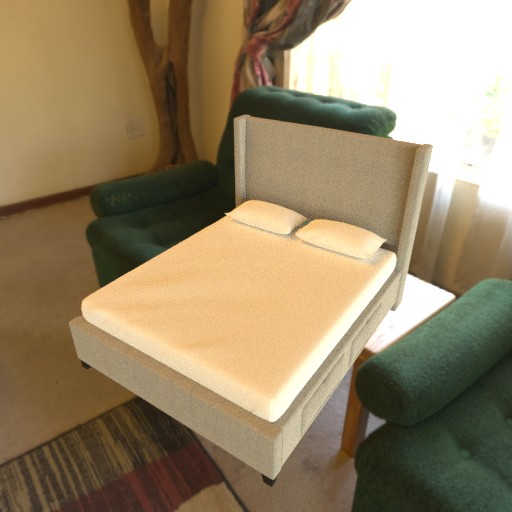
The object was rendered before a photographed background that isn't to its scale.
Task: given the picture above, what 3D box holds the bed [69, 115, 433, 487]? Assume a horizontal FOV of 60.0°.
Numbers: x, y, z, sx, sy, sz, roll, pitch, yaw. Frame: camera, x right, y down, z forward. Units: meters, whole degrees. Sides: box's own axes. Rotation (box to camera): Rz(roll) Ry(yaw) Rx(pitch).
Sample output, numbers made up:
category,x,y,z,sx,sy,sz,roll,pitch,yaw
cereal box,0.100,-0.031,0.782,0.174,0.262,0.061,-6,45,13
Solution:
category,x,y,z,sx,sy,sz,roll,pitch,yaw
bed,0.000,0.000,3.390,1.774,1.491,2.222,19,35,29
